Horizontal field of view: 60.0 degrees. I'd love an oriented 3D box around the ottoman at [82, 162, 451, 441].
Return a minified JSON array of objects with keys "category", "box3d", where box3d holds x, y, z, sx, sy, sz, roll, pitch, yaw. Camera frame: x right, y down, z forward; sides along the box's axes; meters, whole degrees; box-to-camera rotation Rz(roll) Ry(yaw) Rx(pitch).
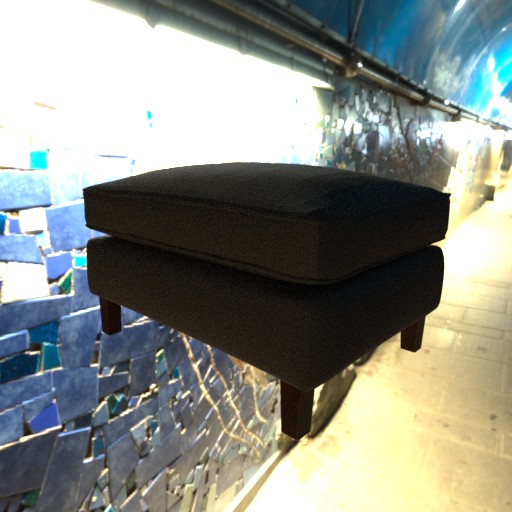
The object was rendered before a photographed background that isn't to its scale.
[{"category":"ottoman","box3d":[0.000,0.000,0.984,0.686,0.406,0.508,13,19,42]}]
